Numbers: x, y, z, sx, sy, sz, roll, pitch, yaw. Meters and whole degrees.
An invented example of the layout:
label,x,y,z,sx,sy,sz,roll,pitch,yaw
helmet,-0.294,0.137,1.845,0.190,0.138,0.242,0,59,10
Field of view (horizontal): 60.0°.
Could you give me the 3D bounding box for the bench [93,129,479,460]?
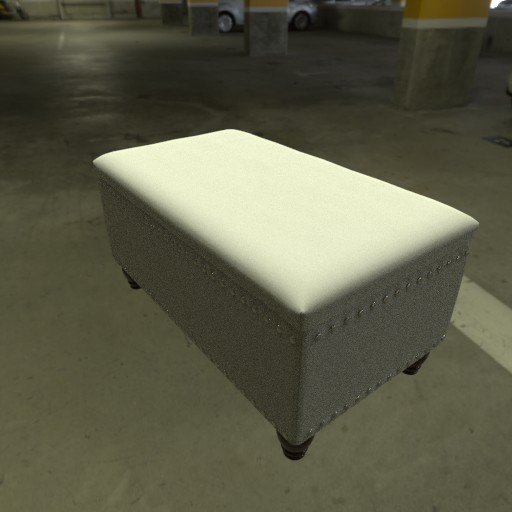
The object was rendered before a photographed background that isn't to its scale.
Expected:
label,x,y,z,sx,sy,sz,roll,pitch,yaw
bench,0.000,0.000,1.186,0.500,0.449,0.887,-21,37,-32
